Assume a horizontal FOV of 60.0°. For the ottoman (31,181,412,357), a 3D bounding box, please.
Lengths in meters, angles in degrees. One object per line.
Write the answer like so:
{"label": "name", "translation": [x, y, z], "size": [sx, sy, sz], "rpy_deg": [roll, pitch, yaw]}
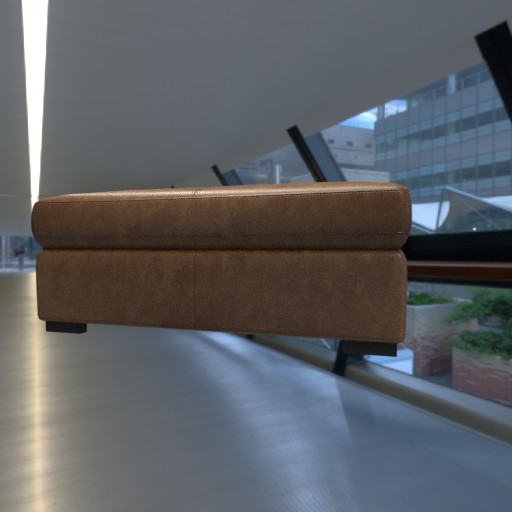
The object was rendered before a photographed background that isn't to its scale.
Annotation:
{"label": "ottoman", "translation": [0.000, 0.000, 1.805], "size": [1.169, 0.483, 1.168], "rpy_deg": [0, 1, 18]}
